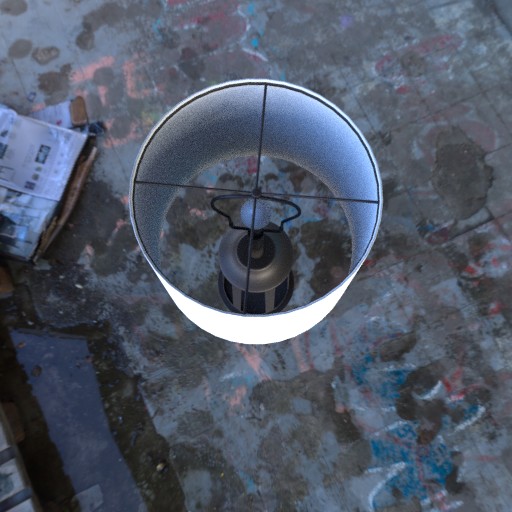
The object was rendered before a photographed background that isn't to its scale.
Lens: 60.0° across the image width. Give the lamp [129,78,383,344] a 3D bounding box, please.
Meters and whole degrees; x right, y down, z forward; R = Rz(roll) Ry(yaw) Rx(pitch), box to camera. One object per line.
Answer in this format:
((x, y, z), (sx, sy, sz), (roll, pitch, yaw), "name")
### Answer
((0.000, 0.000, 0.632), (0.251, 0.509, 0.251), (0, 77, 0), "lamp")
